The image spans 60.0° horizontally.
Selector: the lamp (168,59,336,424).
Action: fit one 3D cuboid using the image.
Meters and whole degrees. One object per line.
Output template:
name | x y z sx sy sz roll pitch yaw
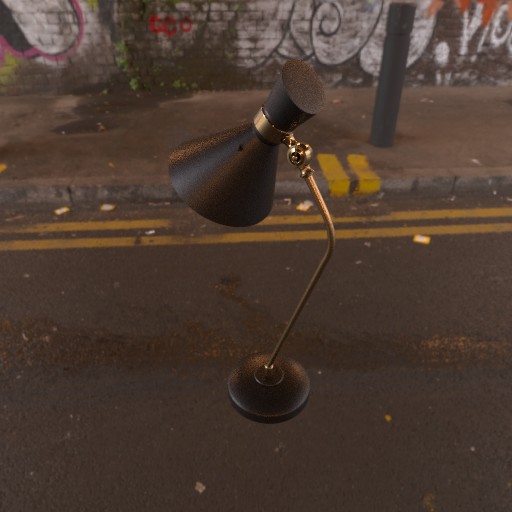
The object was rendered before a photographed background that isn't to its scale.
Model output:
lamp | 0.000 0.000 0.777 0.292 0.647 0.189 22 39 30
